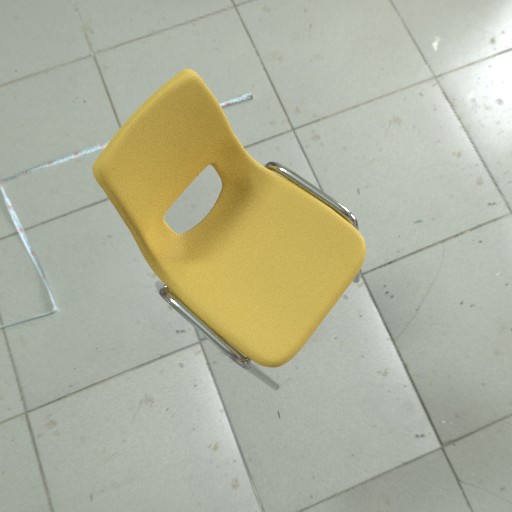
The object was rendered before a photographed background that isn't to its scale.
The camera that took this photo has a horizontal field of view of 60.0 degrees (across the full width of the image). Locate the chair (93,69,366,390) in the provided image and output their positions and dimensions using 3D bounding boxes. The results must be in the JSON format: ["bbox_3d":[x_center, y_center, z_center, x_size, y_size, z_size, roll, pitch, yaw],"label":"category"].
[{"bbox_3d":[0.000,0.000,0.906,0.436,0.653,0.381,38,79,8],"label":"chair"}]
